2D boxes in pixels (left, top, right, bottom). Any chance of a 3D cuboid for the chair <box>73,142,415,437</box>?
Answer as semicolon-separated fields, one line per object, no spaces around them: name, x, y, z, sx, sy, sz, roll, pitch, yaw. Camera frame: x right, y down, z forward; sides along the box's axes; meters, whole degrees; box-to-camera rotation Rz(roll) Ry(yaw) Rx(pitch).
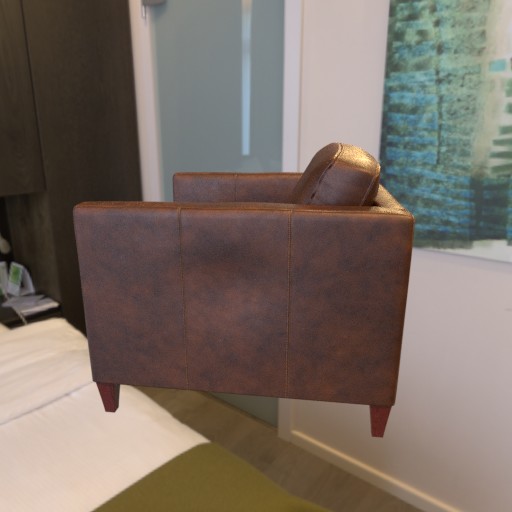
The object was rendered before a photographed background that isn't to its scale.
chair;0.000;0.000;1.743;0.975;0.864;0.990;2;16;8
